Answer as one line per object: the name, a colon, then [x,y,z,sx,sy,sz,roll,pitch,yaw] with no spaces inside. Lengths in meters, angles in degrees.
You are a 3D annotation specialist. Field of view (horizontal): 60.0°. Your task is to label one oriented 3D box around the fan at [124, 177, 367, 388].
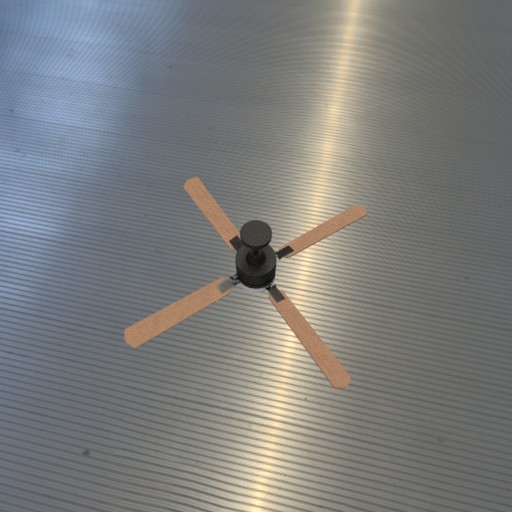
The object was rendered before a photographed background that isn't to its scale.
fan: [0.000,0.000,1.980,1.320,0.355,1.320,-29,62,-17]
